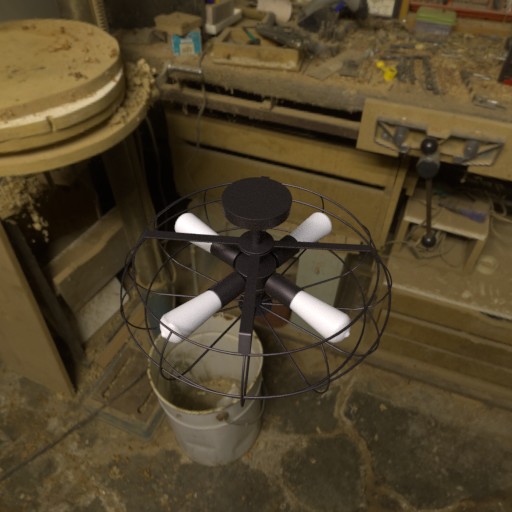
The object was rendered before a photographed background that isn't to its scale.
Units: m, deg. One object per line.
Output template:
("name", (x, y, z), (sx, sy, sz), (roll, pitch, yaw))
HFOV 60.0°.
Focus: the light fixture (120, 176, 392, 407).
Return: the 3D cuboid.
("light fixture", (0.000, 0.000, 0.931), (0.582, 0.311, 0.582), (0, 45, 0))
